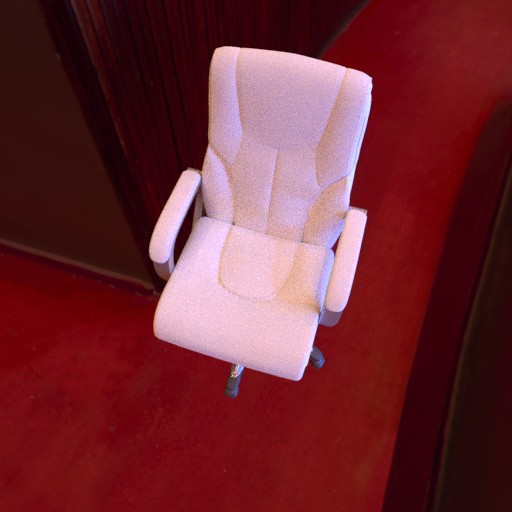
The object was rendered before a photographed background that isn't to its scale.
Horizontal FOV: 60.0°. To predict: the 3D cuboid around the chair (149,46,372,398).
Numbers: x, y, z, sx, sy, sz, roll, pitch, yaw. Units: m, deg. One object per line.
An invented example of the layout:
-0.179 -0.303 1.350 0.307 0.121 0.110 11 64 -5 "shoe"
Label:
0.000 0.000 1.563 0.687 1.120 0.738 15 59 9 "chair"
